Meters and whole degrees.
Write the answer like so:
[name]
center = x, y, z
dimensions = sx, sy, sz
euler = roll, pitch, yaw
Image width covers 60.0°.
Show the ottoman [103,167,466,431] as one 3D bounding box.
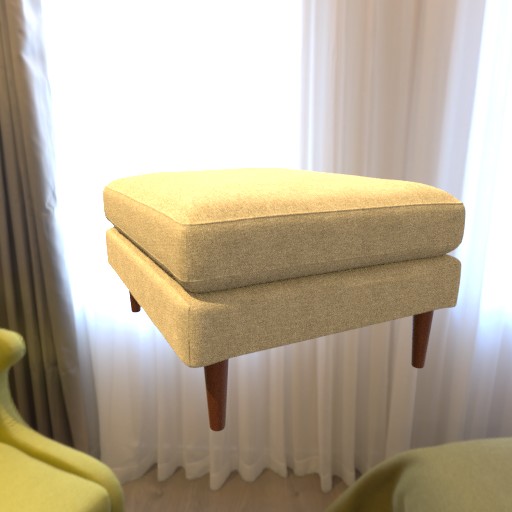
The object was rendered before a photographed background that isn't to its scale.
[ottoman]
center = 0.000, 0.000, 1.246
dimensions = 0.693, 0.474, 0.821
euler = -7, 16, -26
